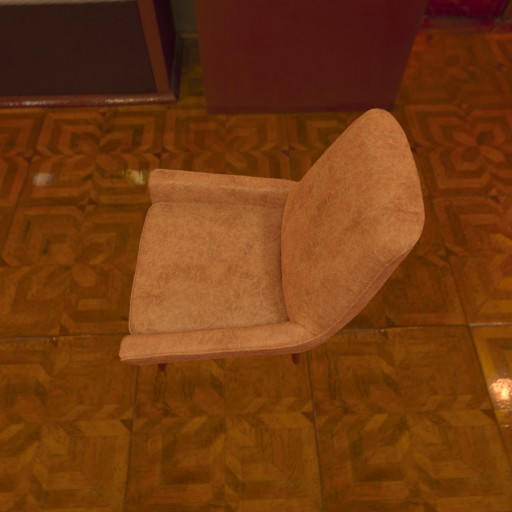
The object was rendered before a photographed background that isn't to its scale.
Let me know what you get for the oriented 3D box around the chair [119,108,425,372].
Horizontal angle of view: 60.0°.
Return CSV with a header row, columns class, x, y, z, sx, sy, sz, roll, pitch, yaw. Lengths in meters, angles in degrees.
class,x,y,z,sx,sy,sz,roll,pitch,yaw
chair,0.000,0.000,1.522,0.851,0.883,0.753,0,58,0
